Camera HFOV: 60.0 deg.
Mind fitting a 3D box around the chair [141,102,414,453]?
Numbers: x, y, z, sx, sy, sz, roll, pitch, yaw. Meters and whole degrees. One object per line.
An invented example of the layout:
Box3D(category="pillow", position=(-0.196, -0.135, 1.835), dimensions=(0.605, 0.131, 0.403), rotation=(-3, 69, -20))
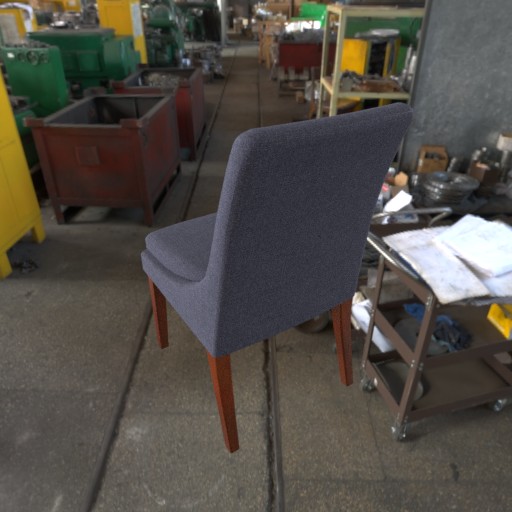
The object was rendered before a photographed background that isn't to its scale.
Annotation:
Box3D(category="chair", position=(0.000, 0.000, 1.337), dimensions=(0.508, 0.952, 0.655), rotation=(-19, 36, -28))
